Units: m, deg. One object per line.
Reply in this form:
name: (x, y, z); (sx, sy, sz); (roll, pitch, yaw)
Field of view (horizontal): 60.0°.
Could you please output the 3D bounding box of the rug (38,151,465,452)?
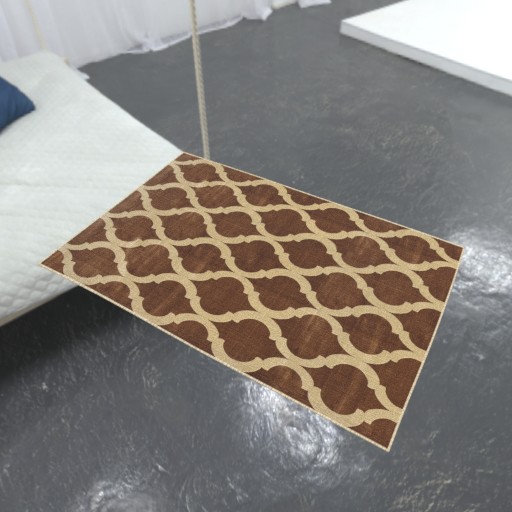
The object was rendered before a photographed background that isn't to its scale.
rug: (0.000, 0.000, 2.823); (2.284, 0.008, 1.522); (23, 49, 21)
